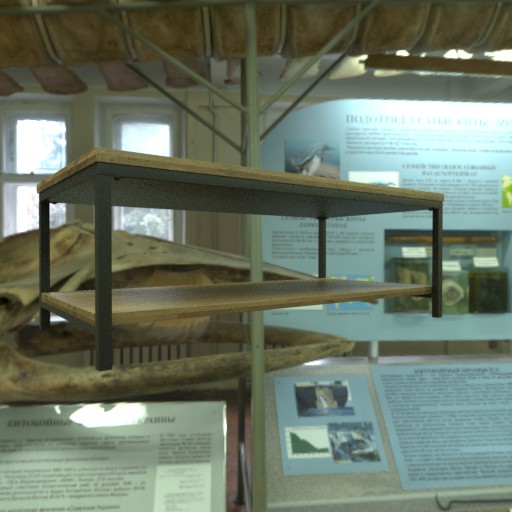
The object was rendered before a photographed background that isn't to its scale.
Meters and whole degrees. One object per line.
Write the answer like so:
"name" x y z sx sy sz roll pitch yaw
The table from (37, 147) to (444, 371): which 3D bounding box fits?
"table" 0.000 0.000 1.330 1.100 0.399 0.551 -1 1 -36
